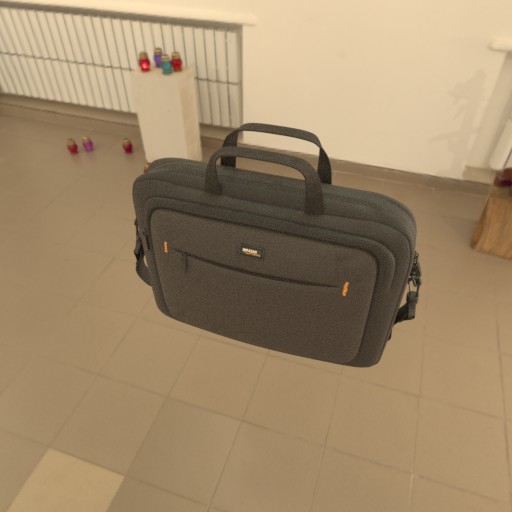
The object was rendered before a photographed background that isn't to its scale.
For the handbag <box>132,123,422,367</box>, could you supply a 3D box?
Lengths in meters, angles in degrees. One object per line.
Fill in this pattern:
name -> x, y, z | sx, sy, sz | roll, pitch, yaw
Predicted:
handbag -> 0.000, 0.000, 0.437 | 0.320, 0.244, 0.089 | 13, 44, 13
